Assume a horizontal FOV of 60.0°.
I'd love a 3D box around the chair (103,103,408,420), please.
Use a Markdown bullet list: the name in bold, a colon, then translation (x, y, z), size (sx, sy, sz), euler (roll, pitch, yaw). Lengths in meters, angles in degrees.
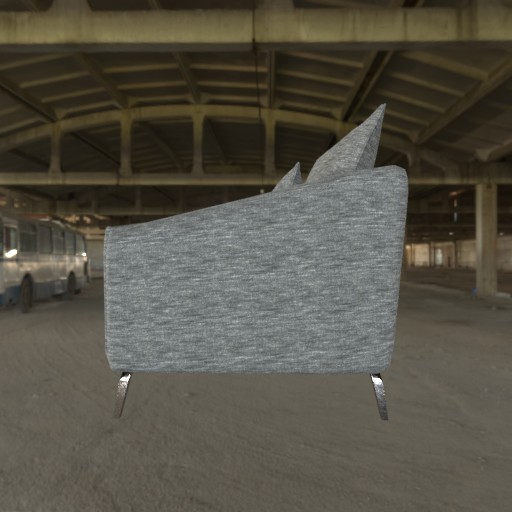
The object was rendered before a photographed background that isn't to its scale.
- **chair**: translation (0.000, 0.000, 1.602), size (0.805, 0.842, 1.004), euler (0, 0, 1)
